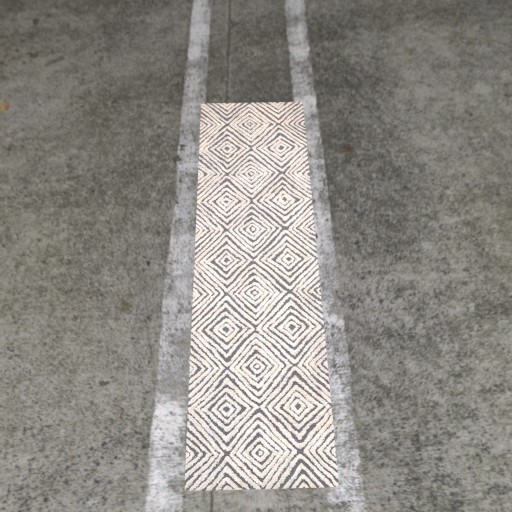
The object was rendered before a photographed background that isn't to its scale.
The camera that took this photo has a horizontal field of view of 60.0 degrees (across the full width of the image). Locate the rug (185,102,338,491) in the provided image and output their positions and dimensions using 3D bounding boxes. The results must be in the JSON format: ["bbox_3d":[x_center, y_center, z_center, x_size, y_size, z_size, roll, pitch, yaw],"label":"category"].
[{"bbox_3d":[0.000,0.000,2.446,0.676,0.008,2.277,-1,64,-1],"label":"rug"}]
